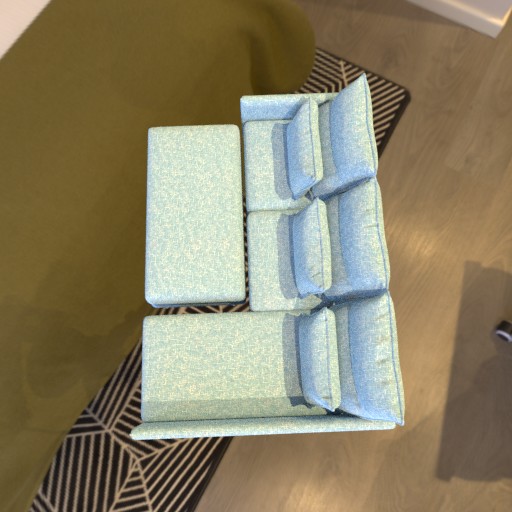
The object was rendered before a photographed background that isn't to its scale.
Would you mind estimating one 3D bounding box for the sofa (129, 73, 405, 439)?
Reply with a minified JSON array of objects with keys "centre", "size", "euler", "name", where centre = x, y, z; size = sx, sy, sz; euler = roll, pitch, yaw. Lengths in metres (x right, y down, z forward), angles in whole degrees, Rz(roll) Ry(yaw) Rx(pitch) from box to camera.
[{"centre":[0.000,0.000,2.749],"size":[1.420,0.899,2.034],"euler":[-2,76,-1],"name":"sofa"}]
